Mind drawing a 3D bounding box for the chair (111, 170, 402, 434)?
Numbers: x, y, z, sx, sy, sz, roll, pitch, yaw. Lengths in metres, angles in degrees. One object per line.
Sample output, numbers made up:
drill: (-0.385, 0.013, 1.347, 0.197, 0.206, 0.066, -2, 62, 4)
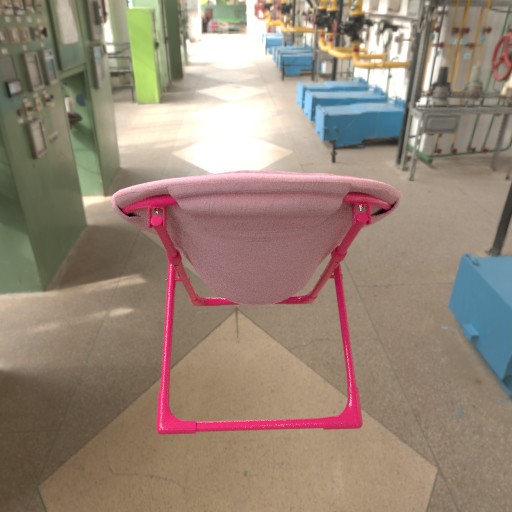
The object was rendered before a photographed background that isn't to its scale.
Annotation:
chair: (0.000, 0.000, 0.888, 0.522, 0.494, 0.459, -1, 29, -2)
